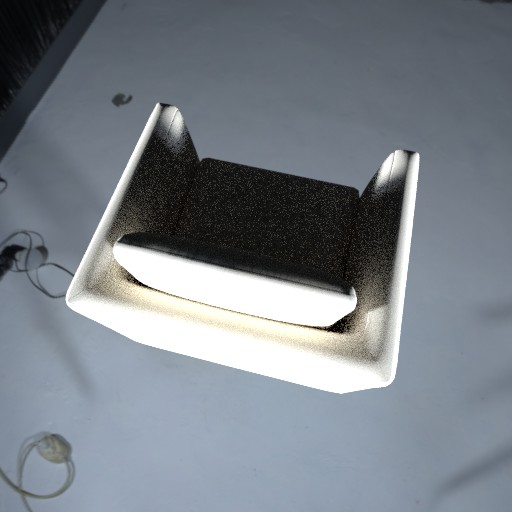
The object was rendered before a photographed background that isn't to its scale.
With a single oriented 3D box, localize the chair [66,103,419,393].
[{"bbox_3d":[0.000,0.000,1.727,1.041,0.865,0.889,13,64,6],"label":"chair"}]
